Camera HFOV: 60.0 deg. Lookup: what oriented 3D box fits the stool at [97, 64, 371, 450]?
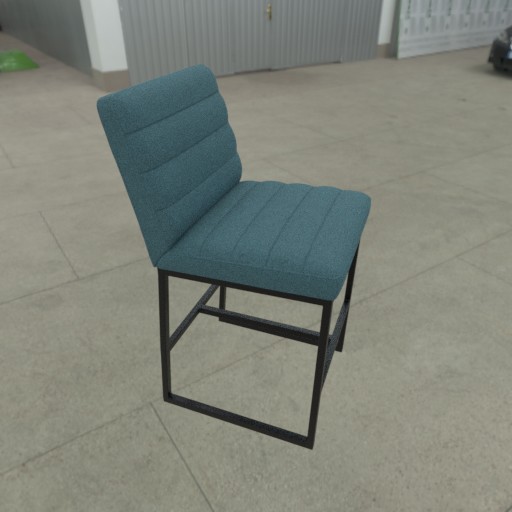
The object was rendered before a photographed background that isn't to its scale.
[{"bbox_3d":[0.000,0.000,1.265,0.560,0.940,0.460,11,34,17],"label":"stool"}]
